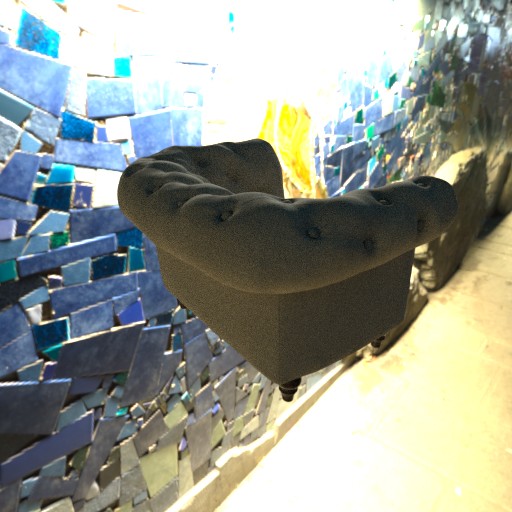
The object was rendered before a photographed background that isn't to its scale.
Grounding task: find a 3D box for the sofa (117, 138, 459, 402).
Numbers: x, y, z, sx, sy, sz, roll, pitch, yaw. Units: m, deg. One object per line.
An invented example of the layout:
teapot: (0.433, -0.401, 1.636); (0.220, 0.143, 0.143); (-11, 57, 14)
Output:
sofa: (0.000, 0.000, 2.089); (1.034, 0.878, 1.405); (-17, 30, -33)
